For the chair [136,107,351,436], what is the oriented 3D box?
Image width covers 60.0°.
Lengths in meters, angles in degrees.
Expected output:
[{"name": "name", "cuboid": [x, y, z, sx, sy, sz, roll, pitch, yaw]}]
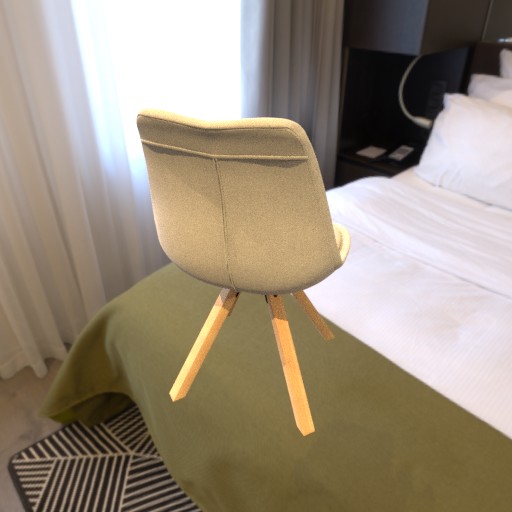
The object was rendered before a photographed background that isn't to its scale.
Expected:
[{"name": "chair", "cuboid": [0.000, 0.000, 1.177, 0.474, 0.863, 0.549, 10, 33, 15]}]
